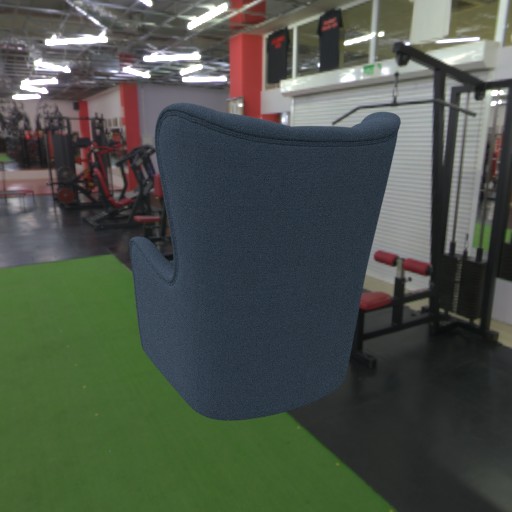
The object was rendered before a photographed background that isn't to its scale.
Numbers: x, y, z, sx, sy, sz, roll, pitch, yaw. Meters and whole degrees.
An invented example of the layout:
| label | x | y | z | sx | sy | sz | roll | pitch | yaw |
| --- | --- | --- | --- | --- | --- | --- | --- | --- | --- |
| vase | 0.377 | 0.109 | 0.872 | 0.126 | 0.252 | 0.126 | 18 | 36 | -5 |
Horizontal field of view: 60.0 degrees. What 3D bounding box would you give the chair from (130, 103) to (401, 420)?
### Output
| label | x | y | z | sx | sy | sz | roll | pitch | yaw |
| --- | --- | --- | --- | --- | --- | --- | --- | --- | --- |
| chair | 0.000 | 0.000 | 1.751 | 0.831 | 1.079 | 0.930 | -7 | 16 | -27 |
